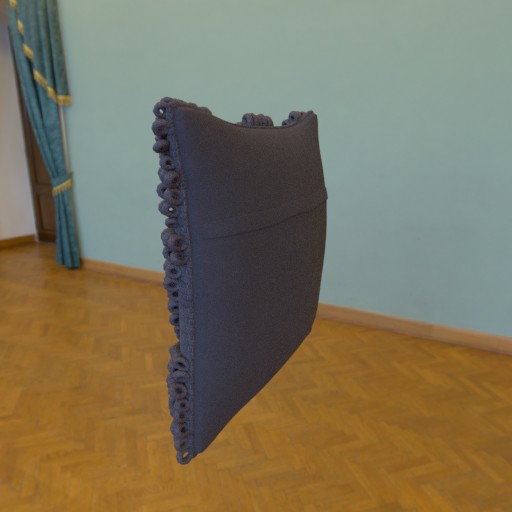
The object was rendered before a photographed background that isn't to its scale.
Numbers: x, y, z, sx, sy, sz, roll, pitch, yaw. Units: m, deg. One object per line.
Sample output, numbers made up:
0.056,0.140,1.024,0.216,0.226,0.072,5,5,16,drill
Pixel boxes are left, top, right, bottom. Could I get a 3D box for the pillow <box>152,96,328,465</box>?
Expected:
0.000,0.000,0.724,0.172,0.467,0.470,8,18,26,pillow
